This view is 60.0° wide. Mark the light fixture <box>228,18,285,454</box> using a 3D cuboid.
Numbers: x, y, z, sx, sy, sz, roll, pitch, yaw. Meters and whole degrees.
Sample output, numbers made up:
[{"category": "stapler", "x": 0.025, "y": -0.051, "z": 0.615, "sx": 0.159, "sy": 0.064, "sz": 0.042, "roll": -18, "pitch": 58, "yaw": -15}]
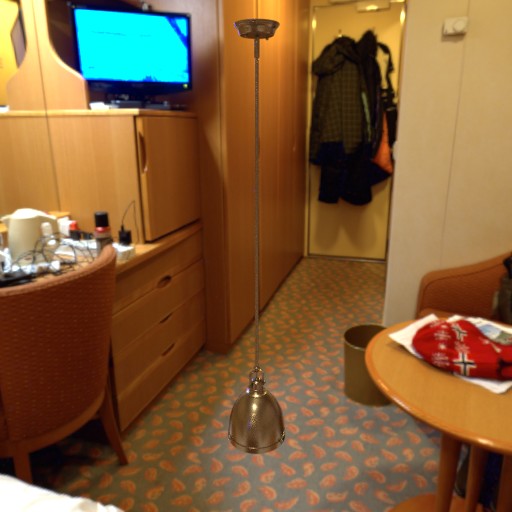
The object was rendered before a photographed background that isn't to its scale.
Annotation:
[{"category": "light fixture", "x": 0.000, "y": 0.000, "z": 1.445, "sx": 0.217, "sy": 1.367, "sz": 0.211, "roll": -9, "pitch": 18, "yaw": -28}]
